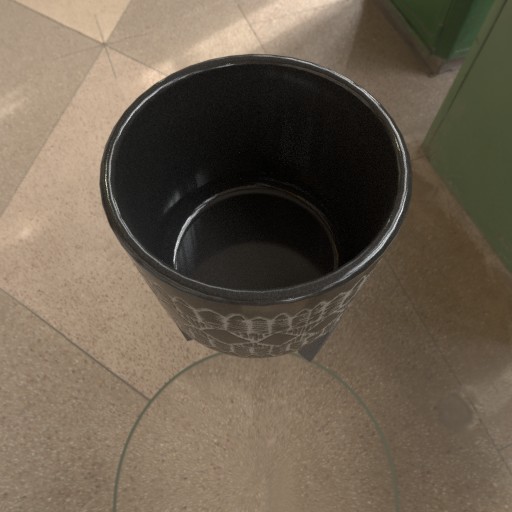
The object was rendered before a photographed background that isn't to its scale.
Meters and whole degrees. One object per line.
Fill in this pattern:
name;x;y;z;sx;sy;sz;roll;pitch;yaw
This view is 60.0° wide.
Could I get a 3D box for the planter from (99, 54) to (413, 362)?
planter;0.000;0.000;0.262;0.129;0.177;0.129;0;63;0
